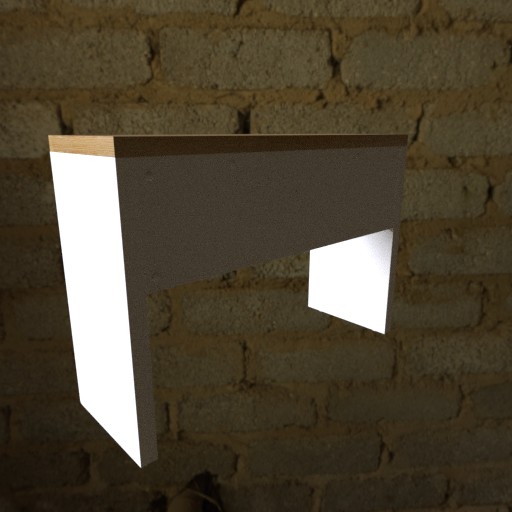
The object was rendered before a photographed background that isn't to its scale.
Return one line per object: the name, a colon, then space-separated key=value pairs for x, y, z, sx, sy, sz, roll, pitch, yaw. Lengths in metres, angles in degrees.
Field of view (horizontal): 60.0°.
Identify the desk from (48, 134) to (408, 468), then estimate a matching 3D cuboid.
desk: x=0.000 y=0.000 z=1.440 sx=1.100 sy=0.760 sz=0.390 roll=-14 pitch=21 yaw=-41
